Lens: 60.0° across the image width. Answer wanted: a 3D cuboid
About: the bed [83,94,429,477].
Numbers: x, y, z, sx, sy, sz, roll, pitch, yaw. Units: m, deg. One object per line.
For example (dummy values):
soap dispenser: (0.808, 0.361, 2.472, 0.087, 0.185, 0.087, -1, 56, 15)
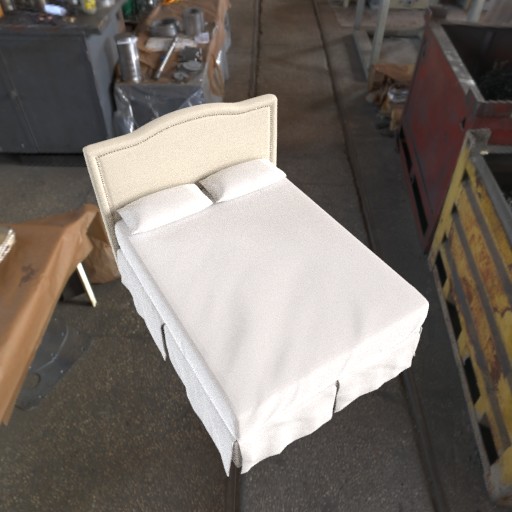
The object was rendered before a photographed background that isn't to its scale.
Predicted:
bed: (0.000, 0.000, 3.340, 1.741, 1.449, 2.196, -24, 50, -22)
